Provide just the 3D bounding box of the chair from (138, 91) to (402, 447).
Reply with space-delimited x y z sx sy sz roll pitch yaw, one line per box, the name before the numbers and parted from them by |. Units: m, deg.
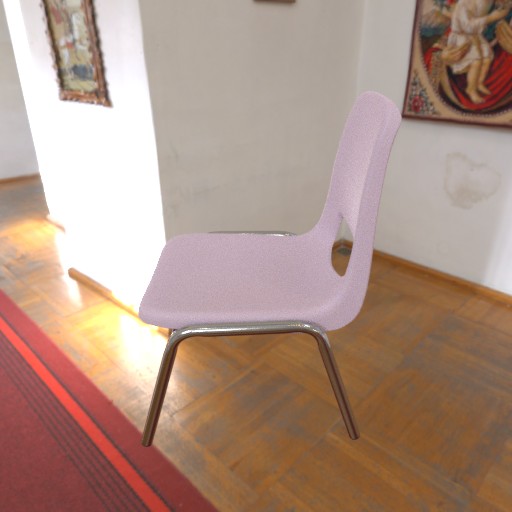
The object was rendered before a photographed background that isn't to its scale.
chair | 0.000 0.000 0.773 0.385 0.536 0.354 0 27 0
